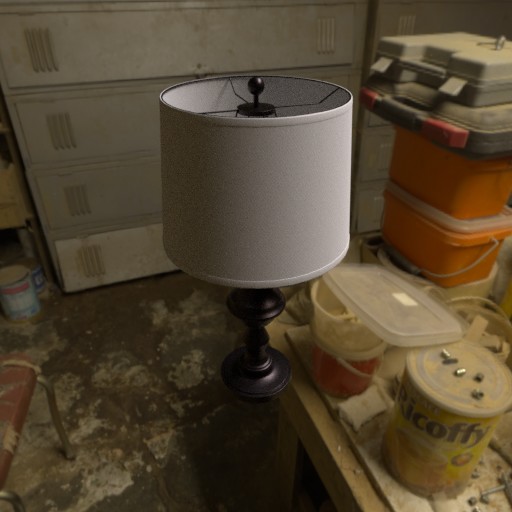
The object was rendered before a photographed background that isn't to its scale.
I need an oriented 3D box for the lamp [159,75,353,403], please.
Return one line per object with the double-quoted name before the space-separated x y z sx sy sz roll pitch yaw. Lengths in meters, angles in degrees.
"lamp" 0.000 0.000 0.953 0.383 0.726 0.383 0 32 0
